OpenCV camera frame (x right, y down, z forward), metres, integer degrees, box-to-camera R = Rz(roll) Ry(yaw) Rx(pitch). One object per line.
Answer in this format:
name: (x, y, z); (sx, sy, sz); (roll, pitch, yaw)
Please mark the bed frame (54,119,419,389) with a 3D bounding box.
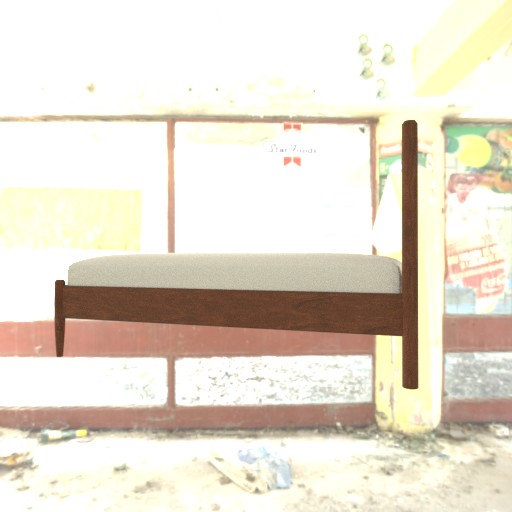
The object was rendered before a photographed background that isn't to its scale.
bed frame: (0.000, 0.000, 3.294); (2.234, 1.321, 1.655); (0, 0, 19)
